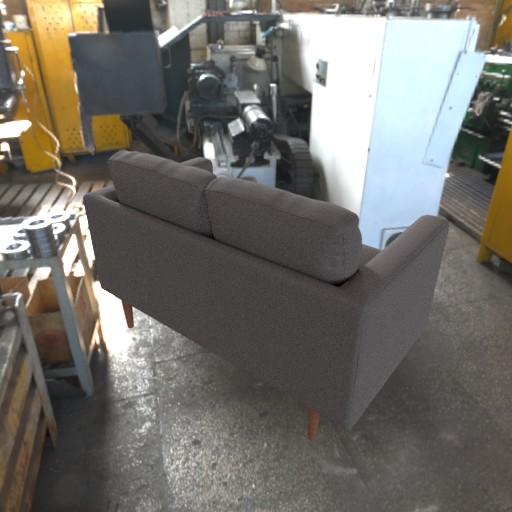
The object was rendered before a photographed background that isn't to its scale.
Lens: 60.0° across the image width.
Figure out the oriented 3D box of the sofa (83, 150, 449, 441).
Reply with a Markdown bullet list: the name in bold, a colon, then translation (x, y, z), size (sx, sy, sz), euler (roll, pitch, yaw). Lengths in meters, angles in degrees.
- **sofa**: translation (0.000, 0.000, 2.026), size (1.430, 0.908, 0.796), euler (21, 35, 33)
